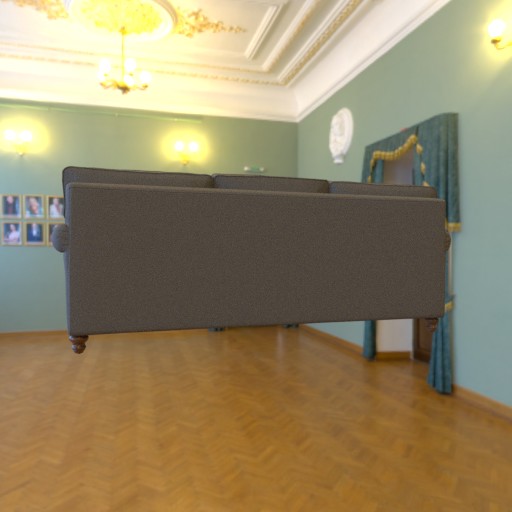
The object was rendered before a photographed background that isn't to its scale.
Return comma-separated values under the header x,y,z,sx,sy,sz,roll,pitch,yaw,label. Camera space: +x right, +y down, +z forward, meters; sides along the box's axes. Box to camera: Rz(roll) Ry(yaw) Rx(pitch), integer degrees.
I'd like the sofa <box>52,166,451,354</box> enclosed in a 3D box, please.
x,y,z,sx,sy,sz,roll,pitch,yaw,label
0.000,0.000,2.850,2.353,0.948,0.966,0,0,-17,sofa
